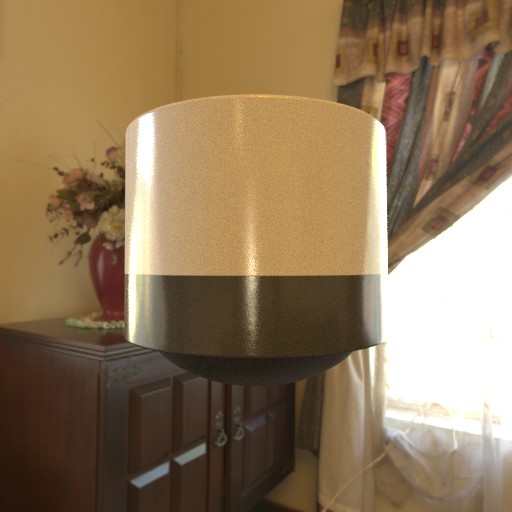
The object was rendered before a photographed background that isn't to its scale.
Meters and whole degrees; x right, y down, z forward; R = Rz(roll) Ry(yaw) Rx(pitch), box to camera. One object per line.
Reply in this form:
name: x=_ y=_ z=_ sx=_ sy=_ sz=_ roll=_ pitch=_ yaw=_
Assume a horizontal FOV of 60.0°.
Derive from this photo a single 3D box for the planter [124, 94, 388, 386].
planter: x=0.000 y=0.000 z=0.340 sx=0.193 sy=0.177 sz=0.193 roll=0 pitch=-1 yaw=0
